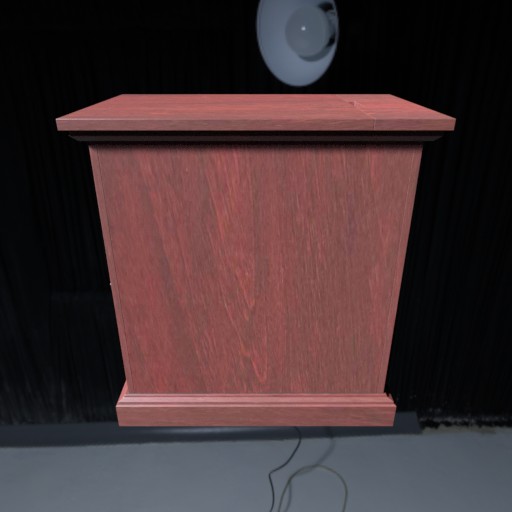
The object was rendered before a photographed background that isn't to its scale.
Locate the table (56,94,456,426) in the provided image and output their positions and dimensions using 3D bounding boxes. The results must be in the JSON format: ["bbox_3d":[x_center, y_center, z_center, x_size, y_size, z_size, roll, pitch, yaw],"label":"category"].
[{"bbox_3d":[0.000,0.000,0.939,0.584,0.612,0.356,0,25,0],"label":"table"}]
